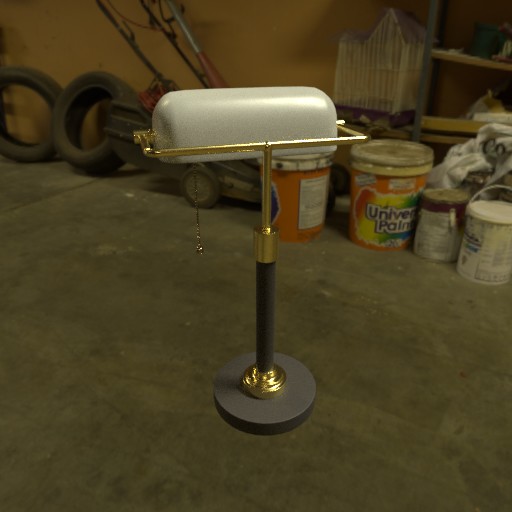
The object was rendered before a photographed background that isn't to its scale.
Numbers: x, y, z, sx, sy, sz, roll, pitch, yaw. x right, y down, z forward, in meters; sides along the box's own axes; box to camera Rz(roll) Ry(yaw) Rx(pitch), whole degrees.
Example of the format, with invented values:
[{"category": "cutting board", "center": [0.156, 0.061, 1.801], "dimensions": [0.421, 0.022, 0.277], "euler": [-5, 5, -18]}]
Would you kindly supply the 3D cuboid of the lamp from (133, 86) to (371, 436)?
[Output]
[{"category": "lamp", "center": [0.000, 0.000, 0.578], "dimensions": [0.269, 0.404, 0.227], "euler": [-8, 27, -15]}]
